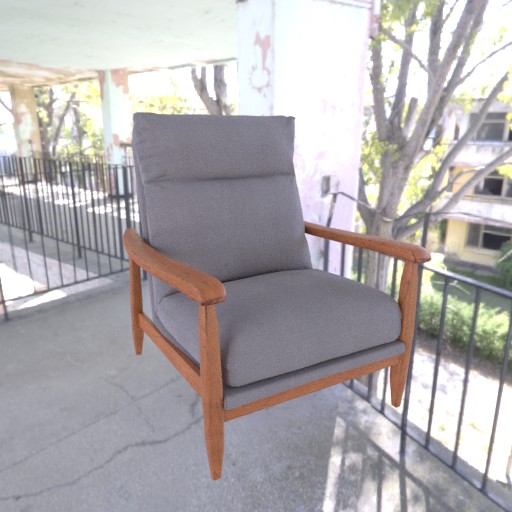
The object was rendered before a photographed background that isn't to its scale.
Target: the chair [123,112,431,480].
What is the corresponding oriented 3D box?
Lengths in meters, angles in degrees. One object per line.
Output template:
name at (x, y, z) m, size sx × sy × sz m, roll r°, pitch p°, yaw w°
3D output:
chair at (0.000, 0.000, 1.477) m, size 0.782 × 0.922 × 0.816 m, roll -8°, pitch 18°, yaw -28°
